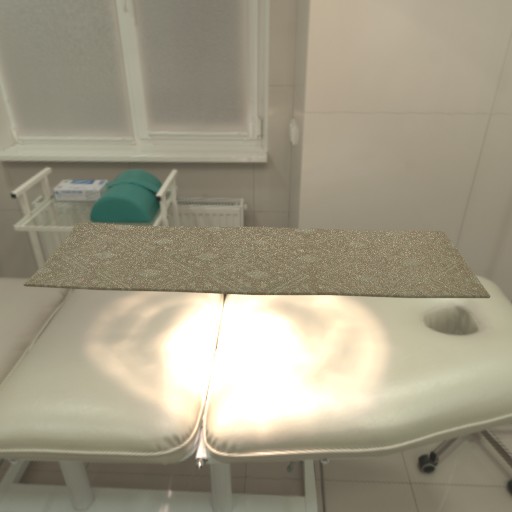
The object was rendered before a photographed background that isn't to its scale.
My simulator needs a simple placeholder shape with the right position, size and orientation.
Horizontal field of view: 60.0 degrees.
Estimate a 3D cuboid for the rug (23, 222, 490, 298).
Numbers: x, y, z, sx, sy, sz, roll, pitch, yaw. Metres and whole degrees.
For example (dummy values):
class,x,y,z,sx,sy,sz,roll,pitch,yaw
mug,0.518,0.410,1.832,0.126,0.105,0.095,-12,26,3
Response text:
class,x,y,z,sx,sy,sz,roll,pitch,yaw
rug,0.000,0.000,2.644,2.452,0.051,0.752,1,30,2
